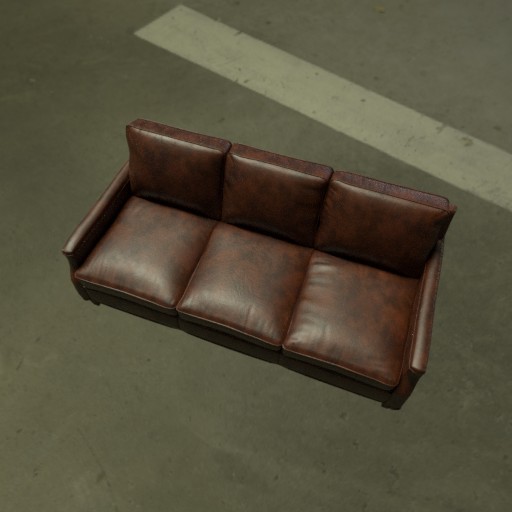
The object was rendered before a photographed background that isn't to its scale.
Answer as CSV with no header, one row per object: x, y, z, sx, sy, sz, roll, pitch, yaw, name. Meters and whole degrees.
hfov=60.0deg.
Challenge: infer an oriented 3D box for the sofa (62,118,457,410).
0.000,0.000,2.848,2.240,1.003,1.084,17,58,11,sofa
